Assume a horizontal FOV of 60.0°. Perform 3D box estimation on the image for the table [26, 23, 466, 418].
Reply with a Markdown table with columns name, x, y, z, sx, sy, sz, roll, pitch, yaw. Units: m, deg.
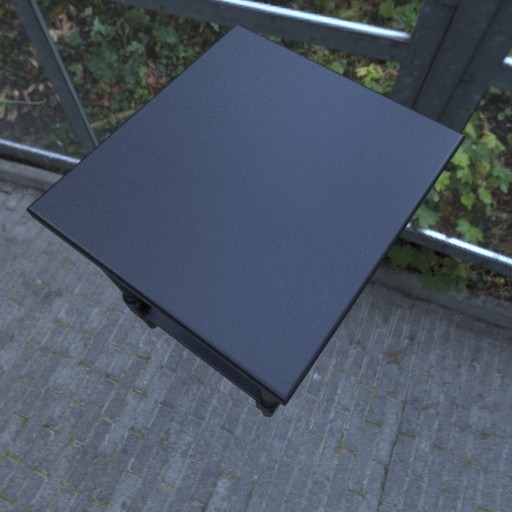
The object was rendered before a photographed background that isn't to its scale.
| name | x | y | z | sx | sy | sz | roll | pitch | yaw |
| --- | --- | --- | --- | --- | --- | --- | --- | --- | --- |
| table | 0.000 | 0.000 | 0.898 | 0.442 | 0.565 | 0.488 | 33 | 68 | 15 |
